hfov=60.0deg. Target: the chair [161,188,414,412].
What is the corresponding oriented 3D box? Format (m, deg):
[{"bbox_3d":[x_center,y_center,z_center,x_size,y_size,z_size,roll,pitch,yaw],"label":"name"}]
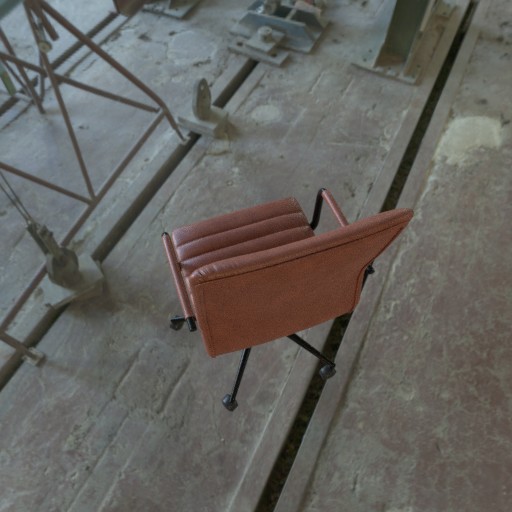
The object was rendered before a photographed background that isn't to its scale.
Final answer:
[{"bbox_3d":[0.000,0.000,1.239,0.600,0.878,0.578,-17,59,-10],"label":"chair"}]
